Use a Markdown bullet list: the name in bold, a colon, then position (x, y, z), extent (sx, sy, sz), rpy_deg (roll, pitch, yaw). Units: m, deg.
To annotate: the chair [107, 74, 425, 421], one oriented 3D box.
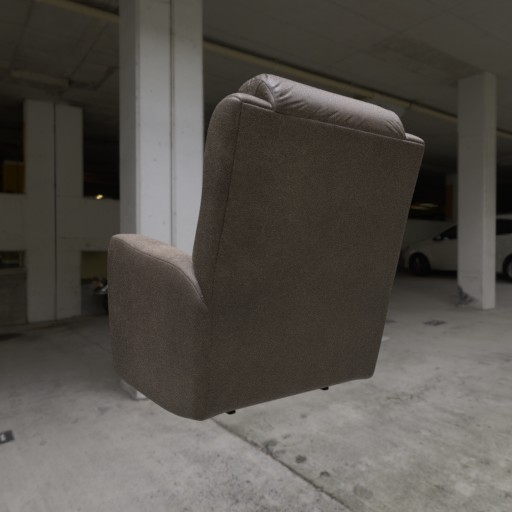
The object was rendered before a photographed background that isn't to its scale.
- **chair**: position (0.000, 0.000, 1.862), extent (0.967, 1.116, 1.068), rpy_deg (-1, 1, -35)
